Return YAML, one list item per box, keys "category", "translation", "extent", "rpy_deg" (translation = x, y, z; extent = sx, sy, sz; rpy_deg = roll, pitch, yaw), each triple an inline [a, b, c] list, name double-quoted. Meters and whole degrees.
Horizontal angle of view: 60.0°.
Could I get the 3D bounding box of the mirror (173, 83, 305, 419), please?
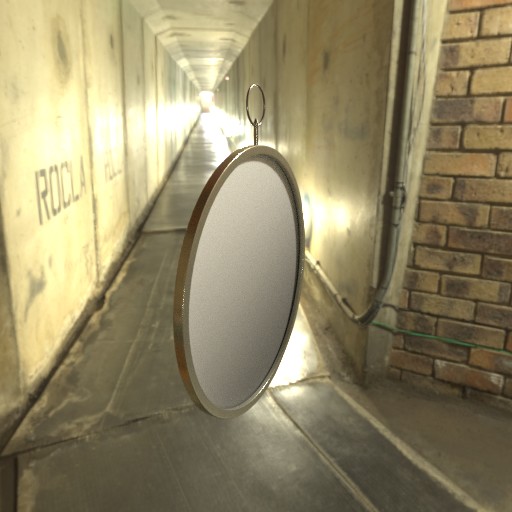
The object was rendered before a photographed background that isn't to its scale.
- category: "mirror"
  translation: [0.000, 0.000, 0.977]
  extent: [0.020, 0.713, 0.594]
  rpy_deg: [7, 17, 25]
